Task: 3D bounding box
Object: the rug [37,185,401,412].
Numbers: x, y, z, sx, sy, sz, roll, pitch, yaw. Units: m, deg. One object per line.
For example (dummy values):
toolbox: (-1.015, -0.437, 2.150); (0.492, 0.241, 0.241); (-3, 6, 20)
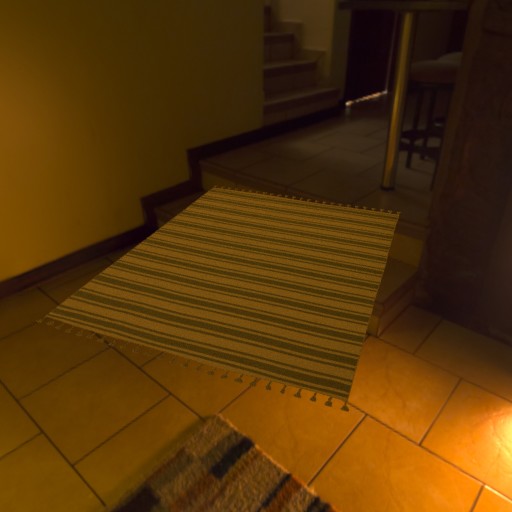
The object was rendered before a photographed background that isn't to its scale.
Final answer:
rug: (0.000, 0.000, 4.336); (2.439, 0.005, 3.201); (11, 32, 19)
